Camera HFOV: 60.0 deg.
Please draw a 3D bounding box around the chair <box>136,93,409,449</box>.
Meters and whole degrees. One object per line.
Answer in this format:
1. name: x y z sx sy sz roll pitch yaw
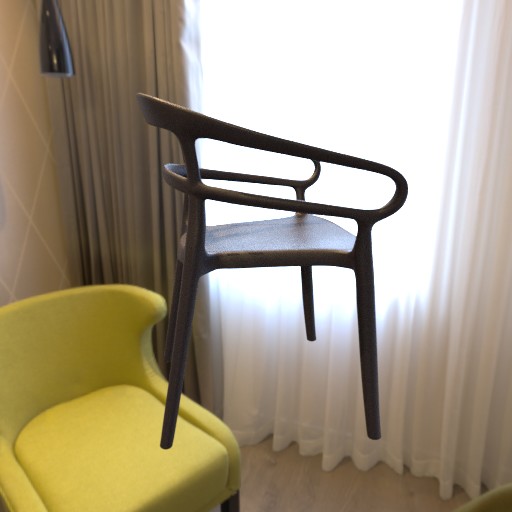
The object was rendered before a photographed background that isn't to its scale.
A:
1. chair: 0.000 0.000 1.116 0.527 0.761 0.559 -3 17 -10
